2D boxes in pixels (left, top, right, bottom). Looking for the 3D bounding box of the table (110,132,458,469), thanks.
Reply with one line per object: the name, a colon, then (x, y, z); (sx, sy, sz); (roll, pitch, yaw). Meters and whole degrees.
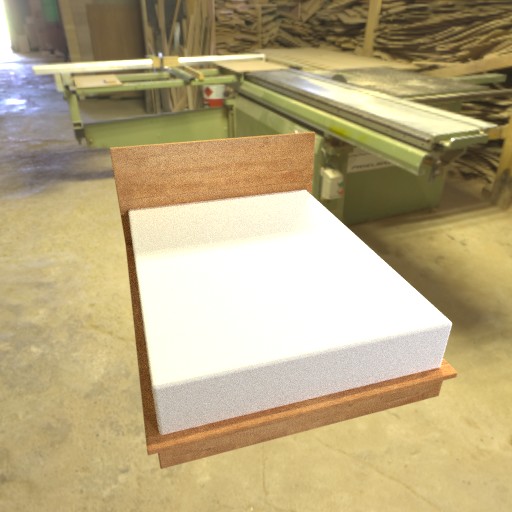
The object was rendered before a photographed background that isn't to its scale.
table: (0.000, 0.000, 3.002); (1.707, 1.041, 2.149); (-9, 31, -15)
